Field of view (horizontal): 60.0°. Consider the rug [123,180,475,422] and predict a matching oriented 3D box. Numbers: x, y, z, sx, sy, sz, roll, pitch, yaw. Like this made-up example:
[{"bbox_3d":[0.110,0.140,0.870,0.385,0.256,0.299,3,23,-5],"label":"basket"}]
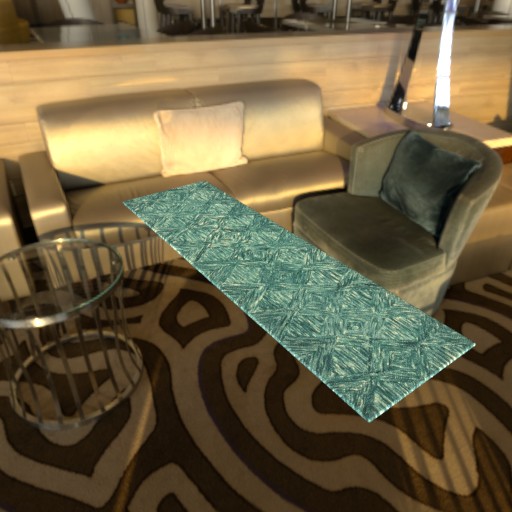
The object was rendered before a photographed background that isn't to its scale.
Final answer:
[{"bbox_3d":[0.000,0.000,2.523,0.676,0.016,2.286,-21,37,-30],"label":"rug"}]
